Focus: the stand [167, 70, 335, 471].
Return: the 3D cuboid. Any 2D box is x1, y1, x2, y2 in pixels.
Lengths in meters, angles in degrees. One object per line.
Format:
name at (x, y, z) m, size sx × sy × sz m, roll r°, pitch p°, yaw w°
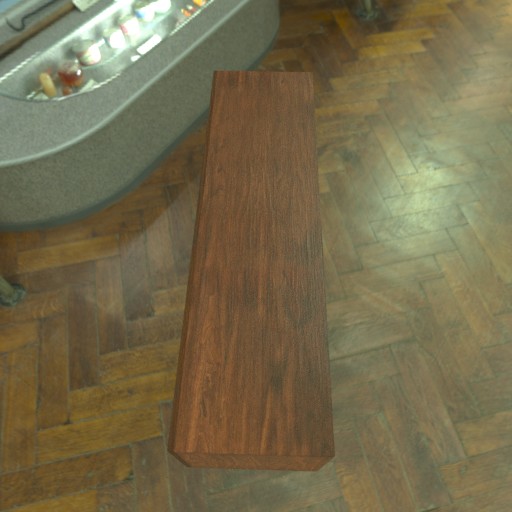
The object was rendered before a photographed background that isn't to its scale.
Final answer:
stand at (0.000, 0.000, 1.887) m, size 0.481 × 0.610 × 1.626 m, roll 1°, pitch 59°, yaw 1°
